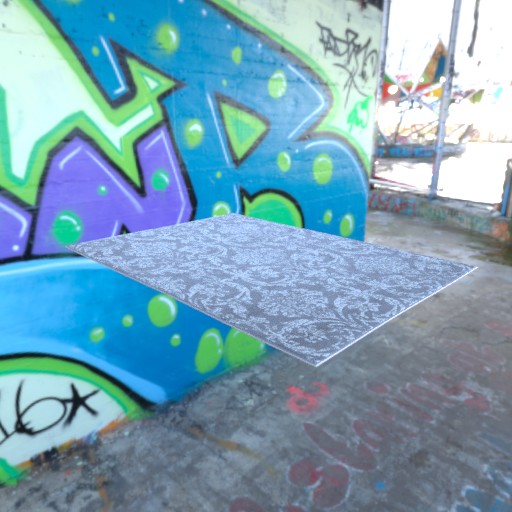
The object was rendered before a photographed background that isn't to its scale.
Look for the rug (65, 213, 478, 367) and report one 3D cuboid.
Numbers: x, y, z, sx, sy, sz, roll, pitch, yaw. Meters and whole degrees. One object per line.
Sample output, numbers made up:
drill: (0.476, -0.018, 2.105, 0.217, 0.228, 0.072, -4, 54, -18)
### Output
rug: (0.000, 0.000, 2.887, 1.578, 0.014, 2.206, -17, 24, -42)
